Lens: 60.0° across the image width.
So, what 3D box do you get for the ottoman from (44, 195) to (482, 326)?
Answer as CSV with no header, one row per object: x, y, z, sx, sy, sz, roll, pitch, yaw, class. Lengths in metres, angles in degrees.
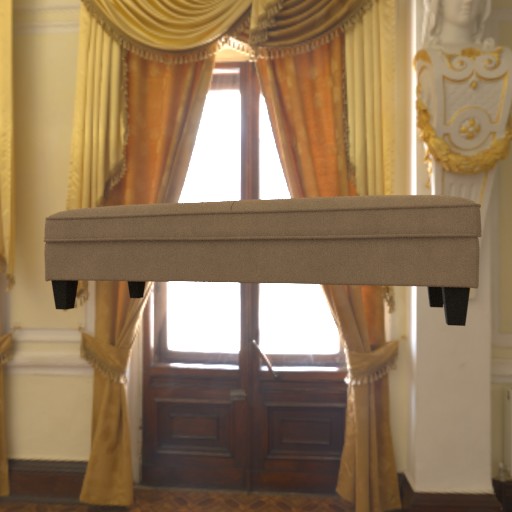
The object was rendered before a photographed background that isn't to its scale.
0.000,0.000,1.982,1.726,0.460,0.735,0,0,17,ottoman
